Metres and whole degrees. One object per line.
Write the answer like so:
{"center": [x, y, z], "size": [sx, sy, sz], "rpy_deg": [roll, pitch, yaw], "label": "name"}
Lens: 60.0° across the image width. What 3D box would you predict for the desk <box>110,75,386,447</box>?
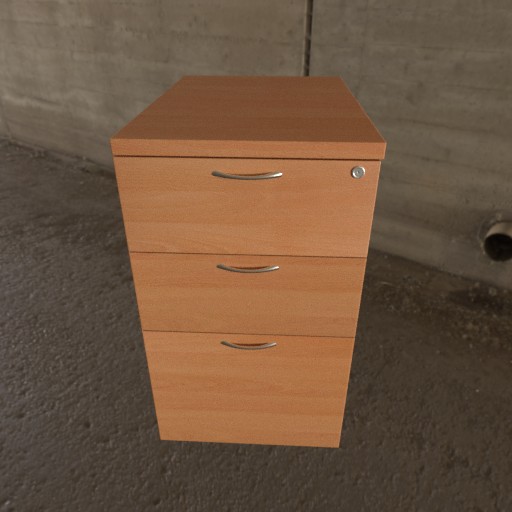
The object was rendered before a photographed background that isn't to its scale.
{"center": [0.000, 0.000, 1.078], "size": [0.404, 0.730, 0.600], "rpy_deg": [1, 31, 2], "label": "desk"}
